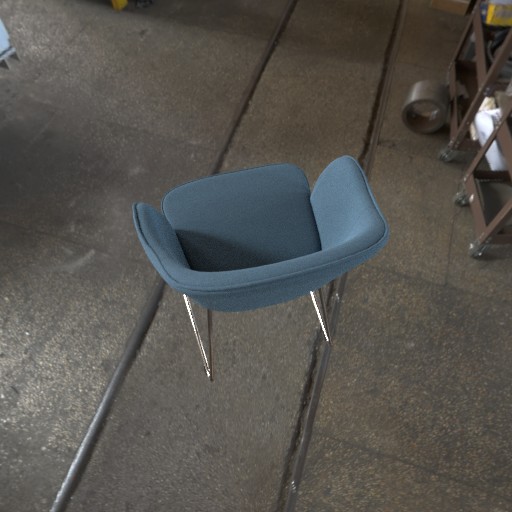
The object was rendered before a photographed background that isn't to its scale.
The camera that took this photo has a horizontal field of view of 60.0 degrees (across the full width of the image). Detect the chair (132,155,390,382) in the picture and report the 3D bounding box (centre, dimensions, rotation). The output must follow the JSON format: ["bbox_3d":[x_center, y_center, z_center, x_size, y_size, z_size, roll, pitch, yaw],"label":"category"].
[{"bbox_3d":[0.000,0.000,1.242,0.570,0.815,0.585,-14,60,-8],"label":"chair"}]
